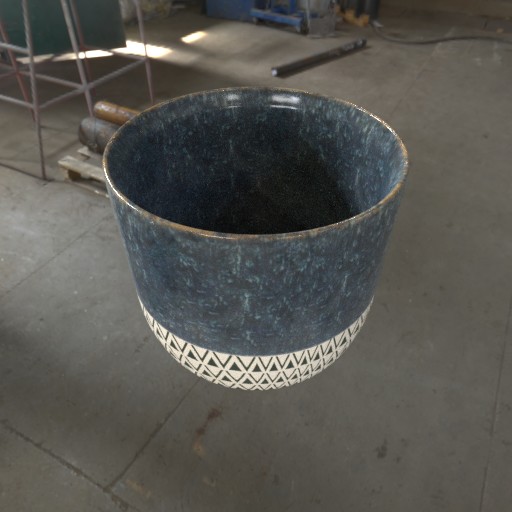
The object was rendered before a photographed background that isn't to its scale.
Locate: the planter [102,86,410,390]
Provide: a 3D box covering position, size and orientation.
[{"bbox_3d":[0.000,0.000,0.484,0.266,0.270,0.266,0,42,0],"label":"planter"}]
